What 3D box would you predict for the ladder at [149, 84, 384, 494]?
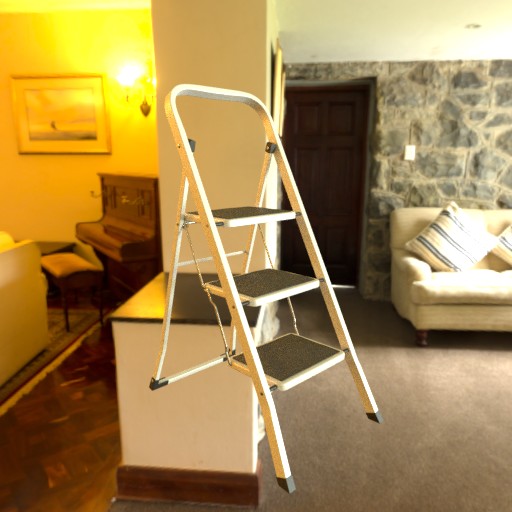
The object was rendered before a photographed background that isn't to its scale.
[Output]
[{"bbox_3d":[0.000,0.000,1.411,0.460,1.050,0.711,-12,17,-43],"label":"ladder"}]
